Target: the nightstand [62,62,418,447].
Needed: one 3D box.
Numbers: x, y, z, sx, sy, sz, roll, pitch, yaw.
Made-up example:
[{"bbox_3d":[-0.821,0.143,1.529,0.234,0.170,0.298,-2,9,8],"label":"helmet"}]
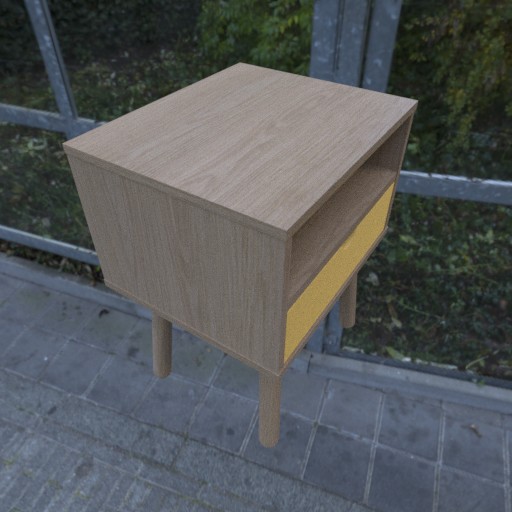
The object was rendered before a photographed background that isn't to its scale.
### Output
[{"bbox_3d":[0.000,0.000,0.894,0.380,0.571,0.450,23,46,25],"label":"nightstand"}]
